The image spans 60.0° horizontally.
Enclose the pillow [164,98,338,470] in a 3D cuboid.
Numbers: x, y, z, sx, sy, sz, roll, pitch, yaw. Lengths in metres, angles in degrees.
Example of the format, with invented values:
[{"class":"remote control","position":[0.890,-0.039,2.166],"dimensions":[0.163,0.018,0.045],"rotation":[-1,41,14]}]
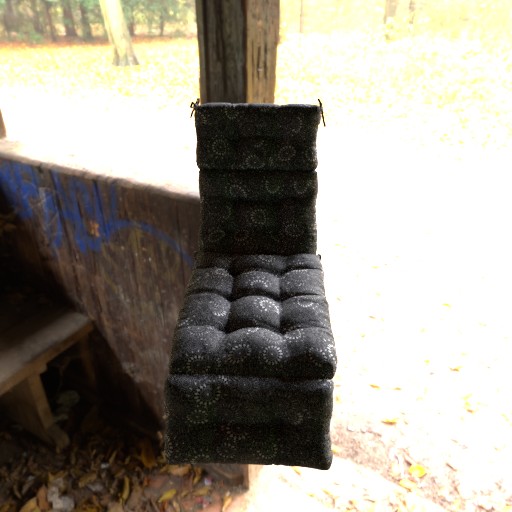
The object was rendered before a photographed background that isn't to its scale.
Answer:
[{"class":"pillow","position":[0.000,0.000,1.490],"dimensions":[0.526,0.863,1.016],"rotation":[1,30,2]}]
